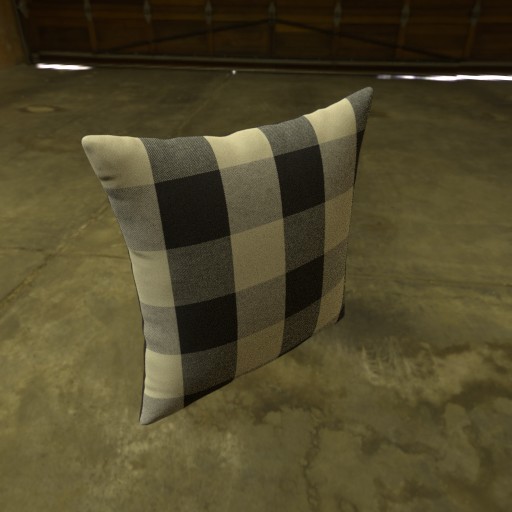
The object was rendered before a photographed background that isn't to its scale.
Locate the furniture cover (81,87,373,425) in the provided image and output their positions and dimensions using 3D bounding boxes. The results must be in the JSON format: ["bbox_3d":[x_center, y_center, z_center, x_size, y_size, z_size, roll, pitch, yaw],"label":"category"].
[{"bbox_3d":[0.000,0.000,0.777,0.511,0.509,0.161,-21,37,-31],"label":"furniture cover"}]
